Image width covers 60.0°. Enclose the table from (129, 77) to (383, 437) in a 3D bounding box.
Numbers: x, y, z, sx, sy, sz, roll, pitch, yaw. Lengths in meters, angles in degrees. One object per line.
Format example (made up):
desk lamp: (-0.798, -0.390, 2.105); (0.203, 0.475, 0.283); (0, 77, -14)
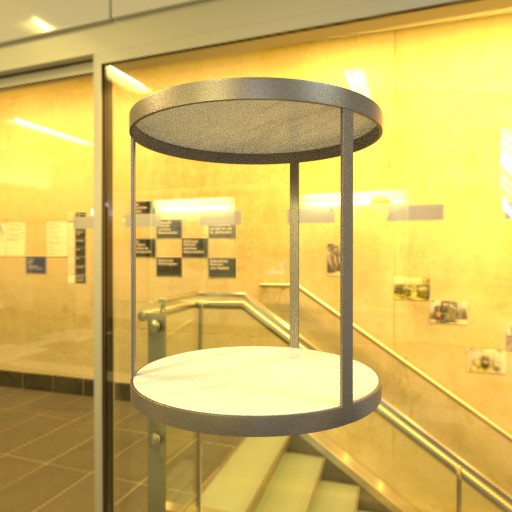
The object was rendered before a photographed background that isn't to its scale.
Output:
table: (0.000, 0.000, 0.811); (0.445, 0.479, 0.445); (0, 1, 0)
